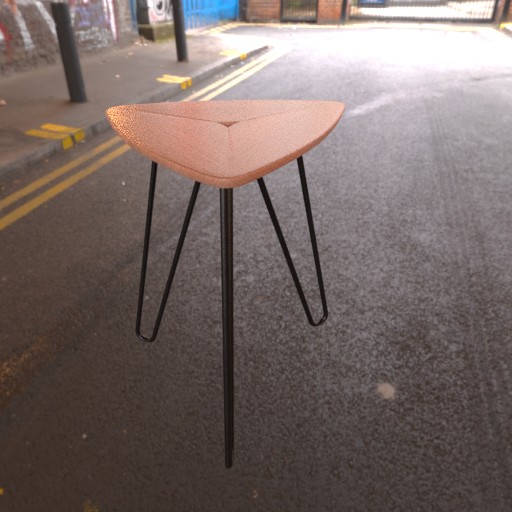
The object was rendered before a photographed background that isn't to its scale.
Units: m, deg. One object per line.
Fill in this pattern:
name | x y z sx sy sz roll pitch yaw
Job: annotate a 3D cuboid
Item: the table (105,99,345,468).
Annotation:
table | 0.000 0.000 0.914 0.455 0.564 0.442 -20 37 -29
